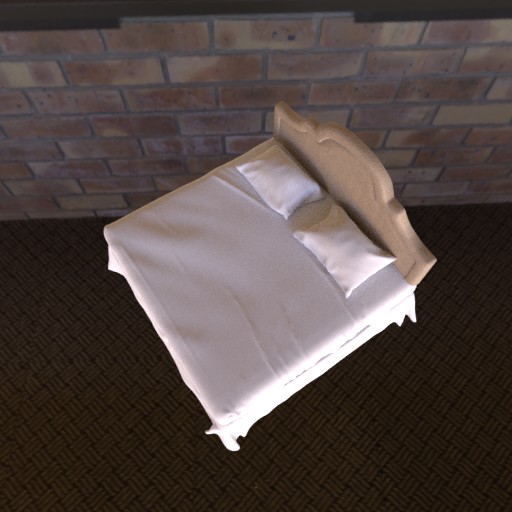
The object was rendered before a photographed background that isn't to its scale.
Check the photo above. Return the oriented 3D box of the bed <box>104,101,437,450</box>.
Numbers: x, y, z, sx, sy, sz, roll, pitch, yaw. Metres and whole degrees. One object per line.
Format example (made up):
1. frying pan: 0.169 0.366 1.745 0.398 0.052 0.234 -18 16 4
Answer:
1. bed: 0.000 0.000 3.779 2.222 1.631 2.303 -31 67 -15
